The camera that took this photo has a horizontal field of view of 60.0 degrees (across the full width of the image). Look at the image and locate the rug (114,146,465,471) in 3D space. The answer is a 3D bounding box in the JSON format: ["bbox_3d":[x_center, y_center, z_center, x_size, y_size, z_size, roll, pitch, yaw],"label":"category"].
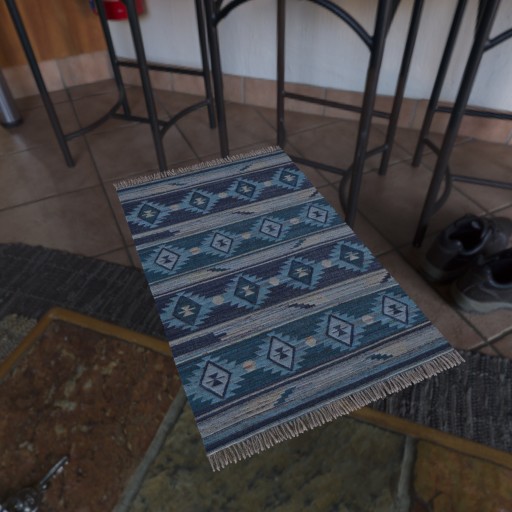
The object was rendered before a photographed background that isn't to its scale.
[{"bbox_3d":[0.000,0.000,2.408,1.181,0.028,1.936,-17,48,-16],"label":"rug"}]
